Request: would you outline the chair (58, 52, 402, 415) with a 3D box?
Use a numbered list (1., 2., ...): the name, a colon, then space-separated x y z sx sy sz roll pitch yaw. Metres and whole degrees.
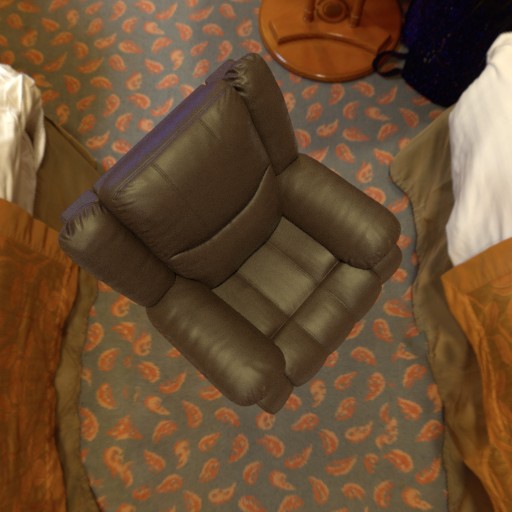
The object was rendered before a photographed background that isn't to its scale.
1. chair: 0.000 0.000 1.694 0.934 1.009 0.899 41 79 10
